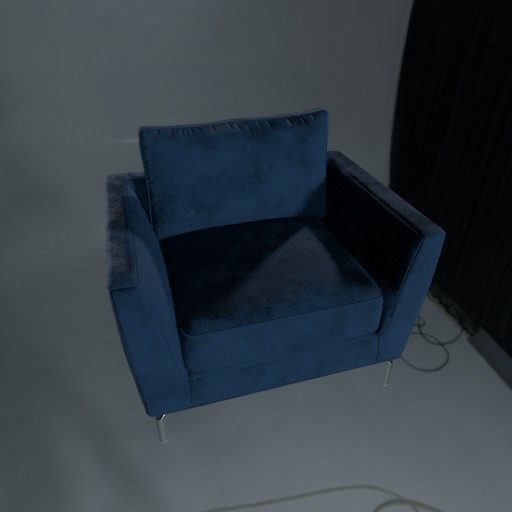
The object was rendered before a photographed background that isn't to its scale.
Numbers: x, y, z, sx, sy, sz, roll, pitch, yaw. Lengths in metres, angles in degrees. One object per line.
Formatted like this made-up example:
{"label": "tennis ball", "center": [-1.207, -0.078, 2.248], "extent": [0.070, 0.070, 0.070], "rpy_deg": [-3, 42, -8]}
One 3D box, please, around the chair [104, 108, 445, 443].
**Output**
{"label": "chair", "center": [0.000, 0.000, 1.604], "extent": [0.977, 0.893, 0.746], "rpy_deg": [-9, 34, -14]}
